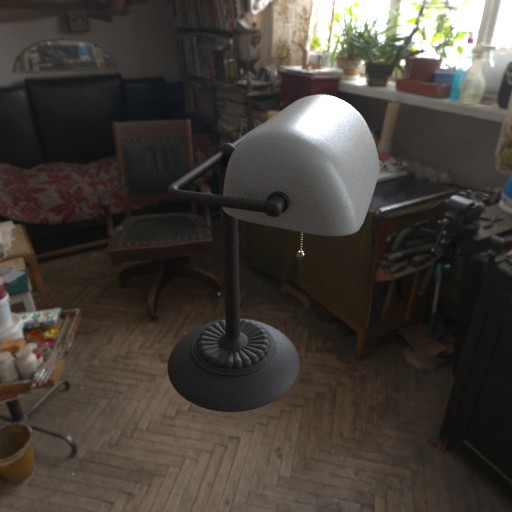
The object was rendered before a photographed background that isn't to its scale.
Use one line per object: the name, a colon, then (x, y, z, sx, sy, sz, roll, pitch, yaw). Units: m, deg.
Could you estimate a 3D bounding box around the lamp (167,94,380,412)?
lamp: (0.000, 0.000, 0.515, 0.243, 0.339, 0.264, 10, 31, 17)
